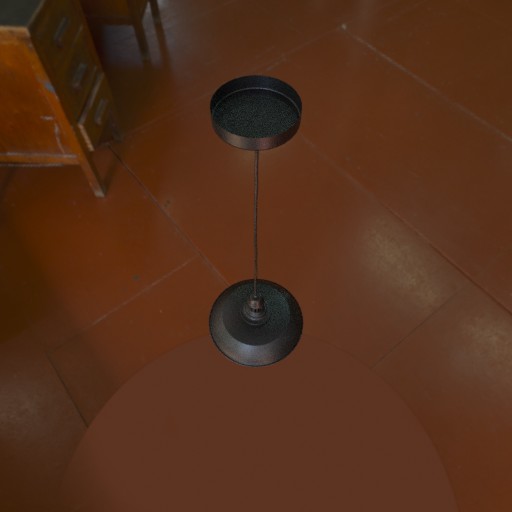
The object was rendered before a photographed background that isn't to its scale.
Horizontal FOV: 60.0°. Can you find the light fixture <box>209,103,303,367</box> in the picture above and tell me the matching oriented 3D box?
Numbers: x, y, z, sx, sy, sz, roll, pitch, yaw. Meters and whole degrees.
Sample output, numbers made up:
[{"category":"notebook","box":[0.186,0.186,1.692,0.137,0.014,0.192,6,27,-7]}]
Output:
[{"category":"light fixture","box":[0.000,0.000,1.175,0.331,0.993,0.331,-4,59,-2]}]
